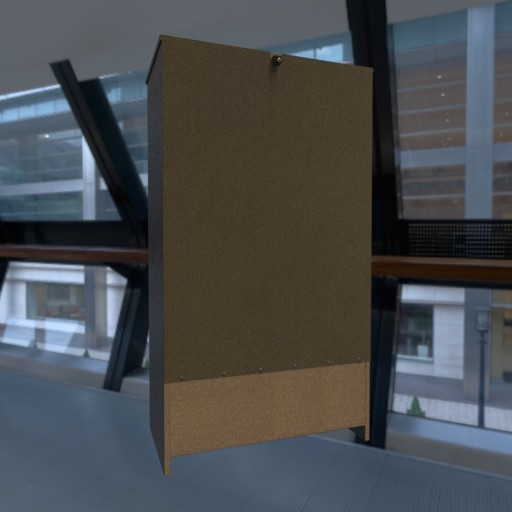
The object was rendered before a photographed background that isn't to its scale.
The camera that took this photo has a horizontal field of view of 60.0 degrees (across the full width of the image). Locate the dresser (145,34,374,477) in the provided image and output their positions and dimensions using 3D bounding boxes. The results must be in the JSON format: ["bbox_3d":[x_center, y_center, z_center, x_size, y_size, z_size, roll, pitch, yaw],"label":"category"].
[{"bbox_3d":[0.000,0.000,1.544,0.704,1.254,0.418,-1,2,-20],"label":"dresser"}]
